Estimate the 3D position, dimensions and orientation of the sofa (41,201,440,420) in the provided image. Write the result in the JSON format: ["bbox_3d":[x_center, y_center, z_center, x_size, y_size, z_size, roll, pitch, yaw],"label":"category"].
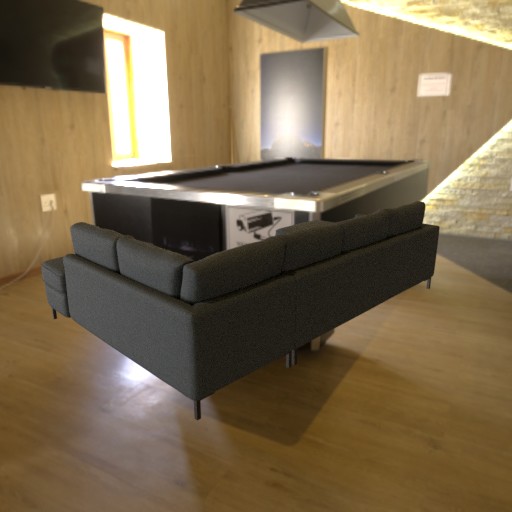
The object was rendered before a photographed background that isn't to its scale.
[{"bbox_3d":[0.000,0.000,3.891,1.984,0.858,2.975,15,22,42],"label":"sofa"}]
